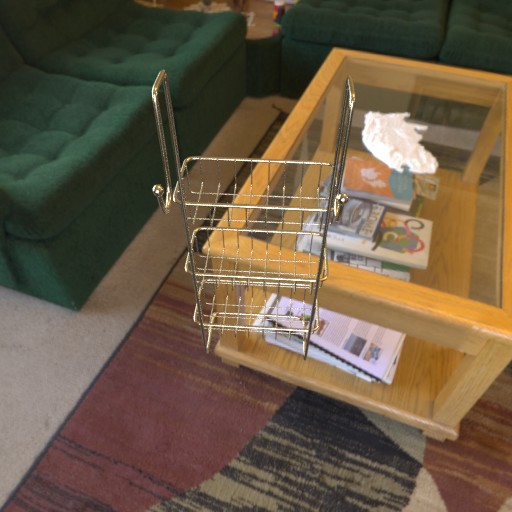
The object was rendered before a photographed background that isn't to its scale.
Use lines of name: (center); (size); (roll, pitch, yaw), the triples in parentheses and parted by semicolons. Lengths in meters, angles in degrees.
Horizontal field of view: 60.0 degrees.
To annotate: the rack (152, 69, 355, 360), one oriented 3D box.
rack: (0.000, 0.000, 0.671); (0.228, 0.574, 0.202); (3, 48, 3)
